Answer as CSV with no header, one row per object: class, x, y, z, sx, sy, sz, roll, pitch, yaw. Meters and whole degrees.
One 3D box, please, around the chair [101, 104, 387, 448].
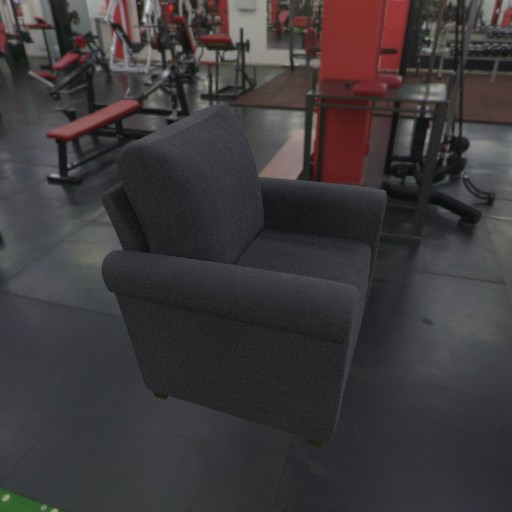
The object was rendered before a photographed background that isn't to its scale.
chair,0.000,0.000,1.644,0.828,0.942,0.867,11,32,17
